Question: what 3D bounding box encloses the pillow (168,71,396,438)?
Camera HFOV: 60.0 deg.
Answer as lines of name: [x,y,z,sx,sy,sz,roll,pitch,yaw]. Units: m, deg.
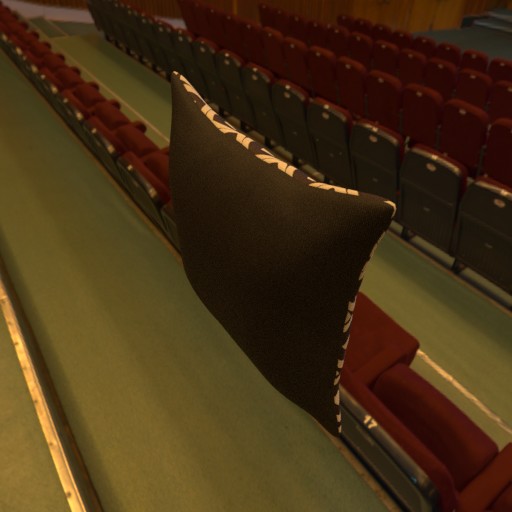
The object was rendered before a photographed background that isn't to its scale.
pillow: [0.000,0.000,0.776,0.188,0.494,0.504,-25,46,-26]
